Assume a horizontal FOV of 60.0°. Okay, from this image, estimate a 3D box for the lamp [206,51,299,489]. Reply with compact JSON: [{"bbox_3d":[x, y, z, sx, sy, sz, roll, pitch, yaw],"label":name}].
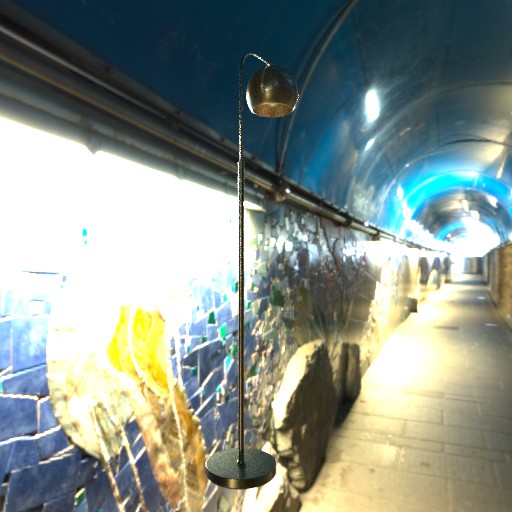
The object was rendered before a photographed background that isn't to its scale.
[{"bbox_3d":[0.000,0.000,1.648,0.250,1.526,0.431,-1,-1,35],"label":"lamp"}]
